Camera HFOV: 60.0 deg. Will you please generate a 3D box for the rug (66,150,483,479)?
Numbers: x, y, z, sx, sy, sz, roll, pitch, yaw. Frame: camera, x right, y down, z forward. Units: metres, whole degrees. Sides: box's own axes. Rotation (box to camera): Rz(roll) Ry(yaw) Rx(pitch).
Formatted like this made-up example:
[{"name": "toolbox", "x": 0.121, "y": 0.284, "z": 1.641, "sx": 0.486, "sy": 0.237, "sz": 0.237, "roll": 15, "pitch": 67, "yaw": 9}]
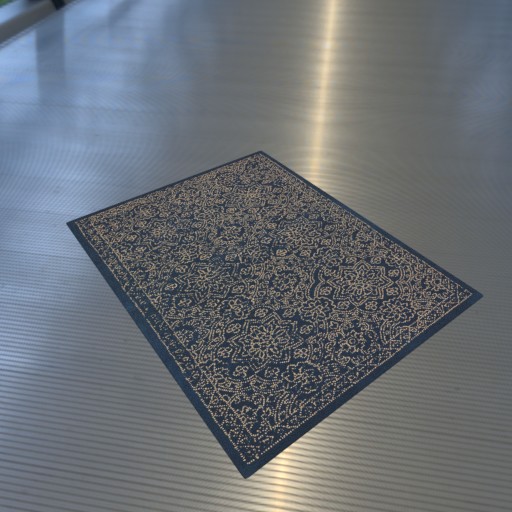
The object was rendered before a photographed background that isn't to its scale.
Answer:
[{"name": "rug", "x": 0.000, "y": 0.000, "z": 4.029, "sx": 2.438, "sy": 0.010, "sz": 3.048, "roll": -27, "pitch": 48, "yaw": -26}]
